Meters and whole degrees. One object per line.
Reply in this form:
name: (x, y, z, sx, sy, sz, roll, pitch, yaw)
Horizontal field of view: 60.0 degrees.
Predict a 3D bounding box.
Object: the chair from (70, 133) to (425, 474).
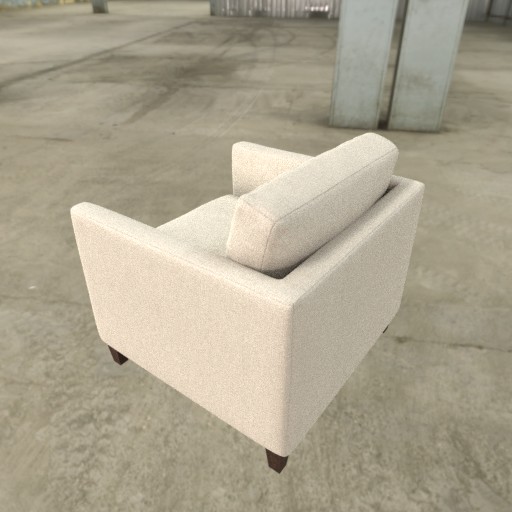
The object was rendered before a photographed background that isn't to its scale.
chair: (0.000, 0.000, 1.756, 0.959, 0.919, 0.996, 21, 37, 31)
